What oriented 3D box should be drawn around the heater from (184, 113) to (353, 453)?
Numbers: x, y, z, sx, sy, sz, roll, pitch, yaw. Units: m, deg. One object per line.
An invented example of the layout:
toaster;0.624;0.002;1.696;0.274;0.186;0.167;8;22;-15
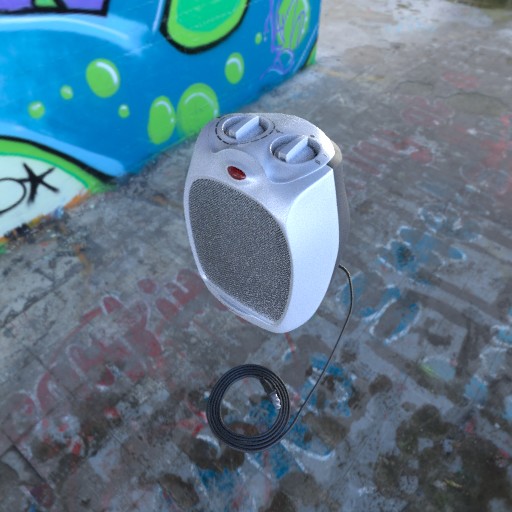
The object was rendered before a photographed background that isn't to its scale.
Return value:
heater;0.000;0.000;0.485;0.239;0.240;0.291;30;54;25
